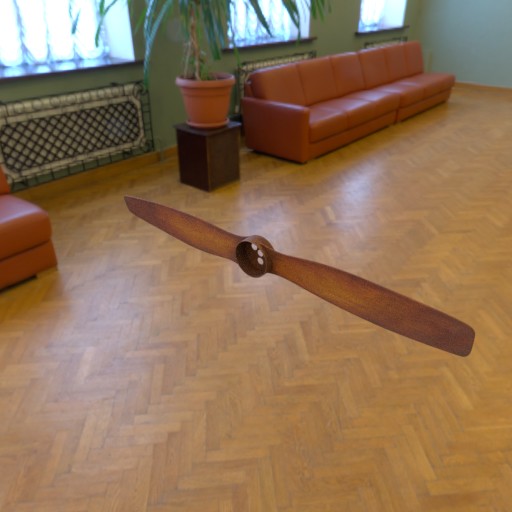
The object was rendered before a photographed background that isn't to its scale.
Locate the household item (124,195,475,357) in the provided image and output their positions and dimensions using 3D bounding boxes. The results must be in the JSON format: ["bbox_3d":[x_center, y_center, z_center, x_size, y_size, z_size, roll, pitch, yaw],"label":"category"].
[{"bbox_3d":[0.000,0.000,1.257,1.181,0.121,0.051,22,37,33],"label":"household item"}]
